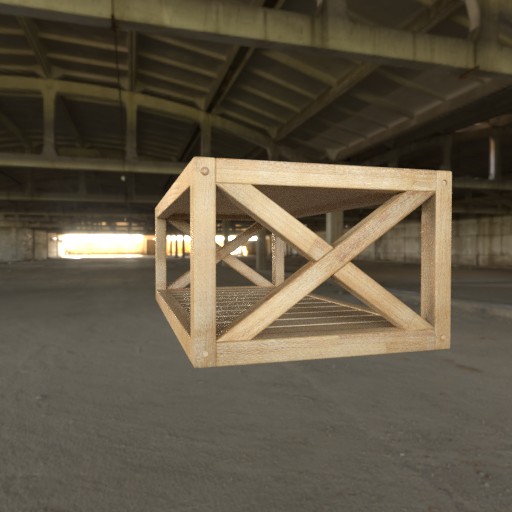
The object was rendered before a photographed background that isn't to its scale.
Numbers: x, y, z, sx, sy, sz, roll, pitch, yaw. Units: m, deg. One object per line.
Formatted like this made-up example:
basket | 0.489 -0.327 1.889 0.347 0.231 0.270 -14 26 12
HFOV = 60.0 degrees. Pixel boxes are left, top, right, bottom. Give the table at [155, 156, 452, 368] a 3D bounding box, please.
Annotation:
table | 0.000 0.000 1.669 0.660 0.457 1.321 0 1 -16
